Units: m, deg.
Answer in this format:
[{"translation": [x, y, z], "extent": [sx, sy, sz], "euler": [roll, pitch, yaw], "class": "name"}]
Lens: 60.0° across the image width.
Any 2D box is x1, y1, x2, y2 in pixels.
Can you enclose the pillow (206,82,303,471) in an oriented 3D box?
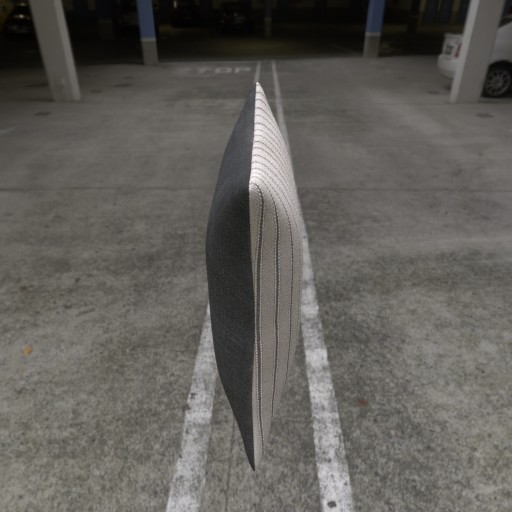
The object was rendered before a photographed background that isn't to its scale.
[{"translation": [0.000, 0.000, 0.712], "extent": [0.138, 0.444, 0.468], "euler": [0, 32, 1], "class": "pillow"}]
